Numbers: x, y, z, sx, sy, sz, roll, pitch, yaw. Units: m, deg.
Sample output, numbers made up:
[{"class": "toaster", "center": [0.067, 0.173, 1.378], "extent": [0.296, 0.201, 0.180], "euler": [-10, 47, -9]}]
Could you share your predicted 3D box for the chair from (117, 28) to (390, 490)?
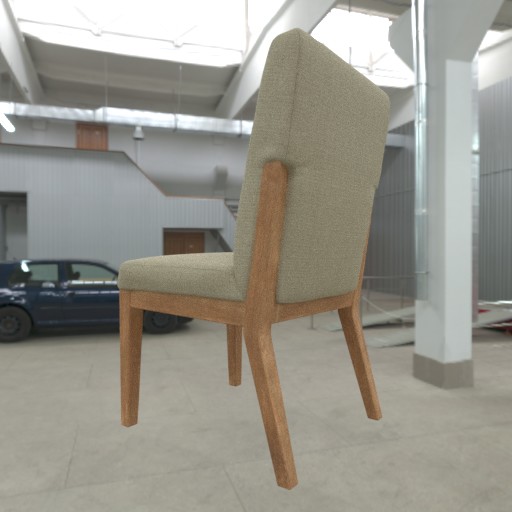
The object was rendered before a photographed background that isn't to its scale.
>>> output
[{"class": "chair", "center": [0.000, 0.000, 1.212], "extent": [0.586, 0.911, 0.507], "euler": [0, 1, 37]}]
